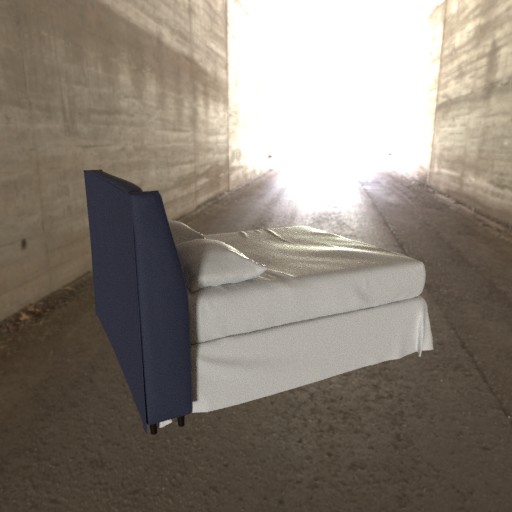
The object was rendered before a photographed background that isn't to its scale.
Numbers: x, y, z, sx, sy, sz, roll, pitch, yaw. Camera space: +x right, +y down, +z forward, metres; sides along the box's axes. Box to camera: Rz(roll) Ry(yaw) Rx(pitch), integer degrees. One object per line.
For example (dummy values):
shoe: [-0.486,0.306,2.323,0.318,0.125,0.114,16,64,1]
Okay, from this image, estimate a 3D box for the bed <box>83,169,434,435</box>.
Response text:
bed: [0.000,0.000,3.501,2.276,1.332,1.925,-7,16,-26]
